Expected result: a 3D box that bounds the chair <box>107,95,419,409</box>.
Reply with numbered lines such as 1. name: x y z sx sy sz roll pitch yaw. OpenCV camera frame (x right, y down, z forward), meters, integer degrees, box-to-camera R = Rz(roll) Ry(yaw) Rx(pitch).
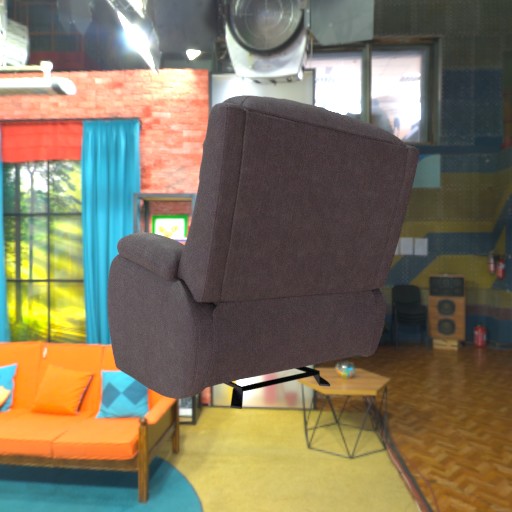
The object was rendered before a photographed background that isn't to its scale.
1. chair: 0.000 0.000 1.752 0.930 1.011 0.899 0 1 -36
